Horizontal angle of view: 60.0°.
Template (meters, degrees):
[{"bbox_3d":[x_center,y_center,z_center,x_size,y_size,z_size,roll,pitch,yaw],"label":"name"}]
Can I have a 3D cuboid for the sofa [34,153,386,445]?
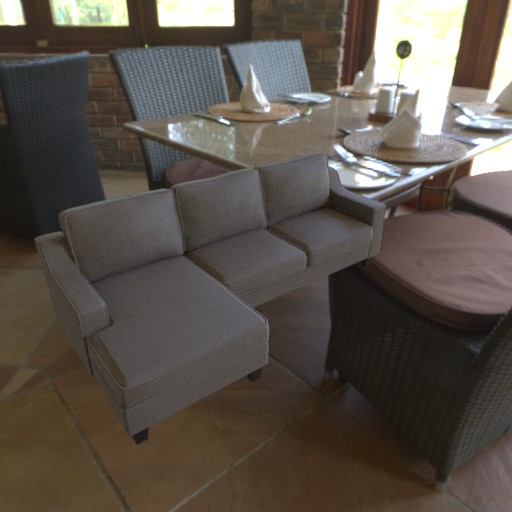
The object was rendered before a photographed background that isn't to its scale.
[{"bbox_3d":[0.000,0.000,3.162,2.561,0.928,1.294,-20,34,-32],"label":"sofa"}]
